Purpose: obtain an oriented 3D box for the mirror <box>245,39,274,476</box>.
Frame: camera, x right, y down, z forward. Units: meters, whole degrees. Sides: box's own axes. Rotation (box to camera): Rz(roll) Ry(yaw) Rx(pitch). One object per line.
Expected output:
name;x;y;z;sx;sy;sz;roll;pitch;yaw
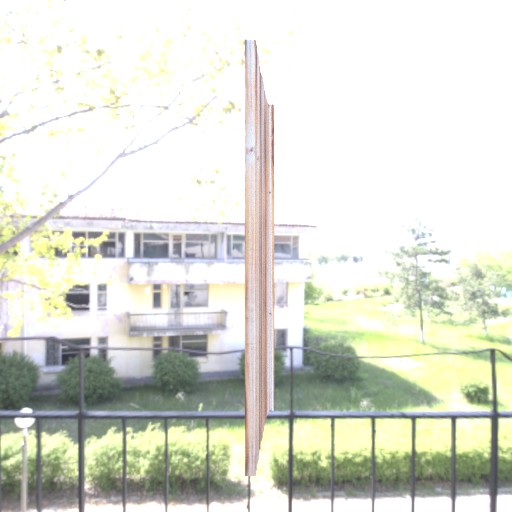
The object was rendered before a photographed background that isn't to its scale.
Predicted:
mirror;0.000;0.000;1.218;0.061;0.804;0.804;0;1;-1
